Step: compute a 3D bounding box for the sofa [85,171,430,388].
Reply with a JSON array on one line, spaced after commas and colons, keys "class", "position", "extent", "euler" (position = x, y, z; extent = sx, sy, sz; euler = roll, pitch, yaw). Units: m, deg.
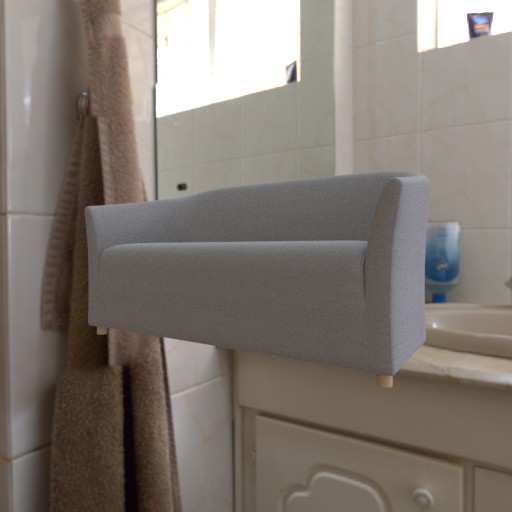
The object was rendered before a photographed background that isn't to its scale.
[{"class": "sofa", "position": [0.000, 0.000, 1.887], "extent": [1.452, 0.721, 0.705], "euler": [1, 1, 36]}]
